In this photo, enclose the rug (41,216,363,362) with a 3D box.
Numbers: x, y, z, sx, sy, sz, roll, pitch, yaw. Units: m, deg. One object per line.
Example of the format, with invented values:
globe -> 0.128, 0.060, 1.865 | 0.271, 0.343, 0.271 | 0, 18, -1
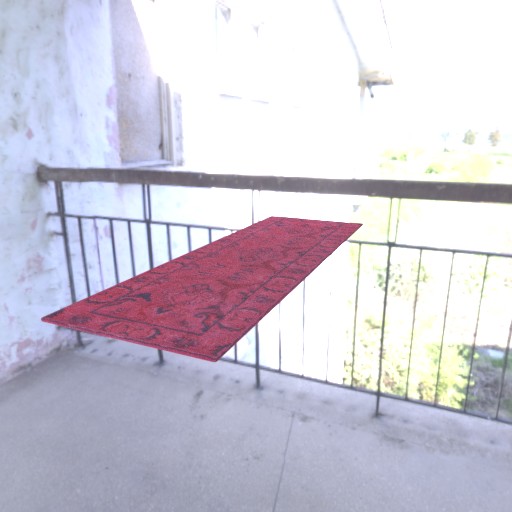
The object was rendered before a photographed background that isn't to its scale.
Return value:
rug -> 0.000, 0.000, 2.698 | 0.813, 0.018, 2.439 | 7, 17, 23
